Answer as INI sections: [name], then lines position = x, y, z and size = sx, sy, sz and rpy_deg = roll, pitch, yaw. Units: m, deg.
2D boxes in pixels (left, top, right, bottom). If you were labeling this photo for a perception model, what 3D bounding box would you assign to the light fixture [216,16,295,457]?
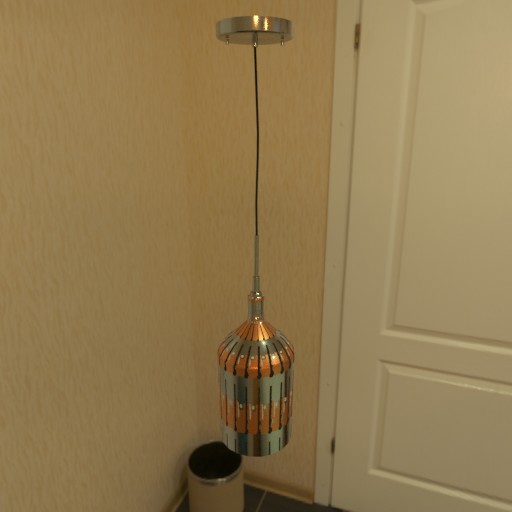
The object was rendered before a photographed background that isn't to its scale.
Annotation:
[light fixture]
position = 0.000, 0.000, 1.630
size = 0.303, 1.535, 0.303
rpy_deg = 0, 17, 0
